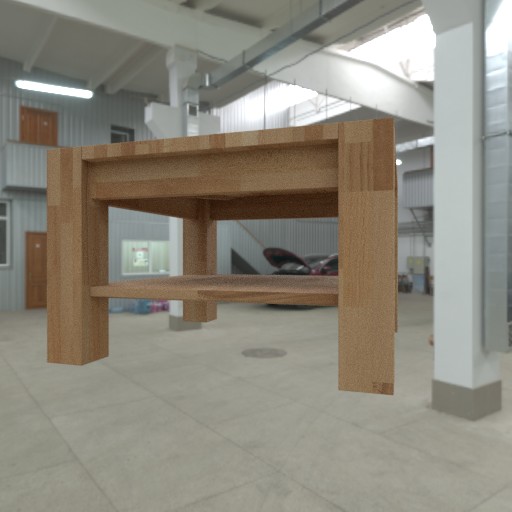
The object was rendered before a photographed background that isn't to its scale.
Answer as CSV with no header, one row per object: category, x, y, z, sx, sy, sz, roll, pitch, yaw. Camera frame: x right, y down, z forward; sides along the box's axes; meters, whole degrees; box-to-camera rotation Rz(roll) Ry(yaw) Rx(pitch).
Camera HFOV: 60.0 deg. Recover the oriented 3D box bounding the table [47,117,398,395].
table,0.000,0.000,1.158,0.700,0.451,0.700,0,0,18
